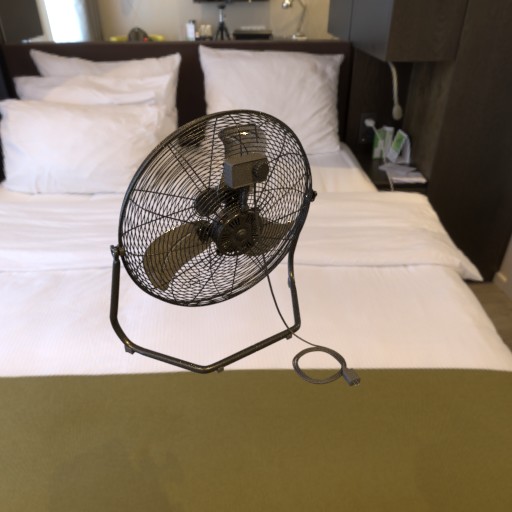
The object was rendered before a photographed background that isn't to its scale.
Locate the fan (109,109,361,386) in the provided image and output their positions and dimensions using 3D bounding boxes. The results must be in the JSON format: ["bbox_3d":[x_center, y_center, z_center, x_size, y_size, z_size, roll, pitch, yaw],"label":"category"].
[{"bbox_3d":[0.000,0.000,1.008,0.595,0.605,0.470,-19,37,-28],"label":"fan"}]
